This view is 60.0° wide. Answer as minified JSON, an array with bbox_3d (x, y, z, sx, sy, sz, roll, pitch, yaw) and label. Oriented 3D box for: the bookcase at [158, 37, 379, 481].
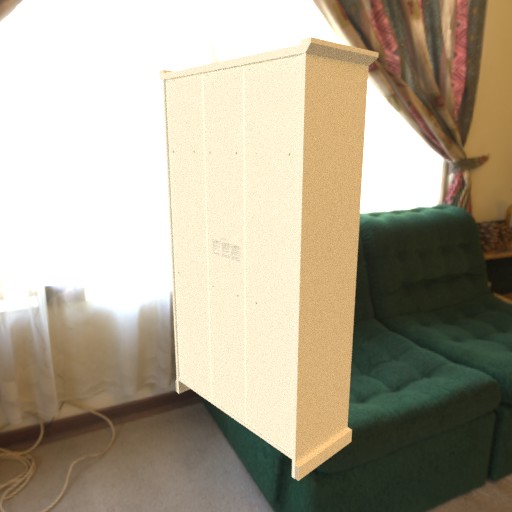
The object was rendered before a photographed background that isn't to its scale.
[{"bbox_3d":[0.000,0.000,2.322,0.432,1.880,1.050,-13,19,-41],"label":"bookcase"}]
